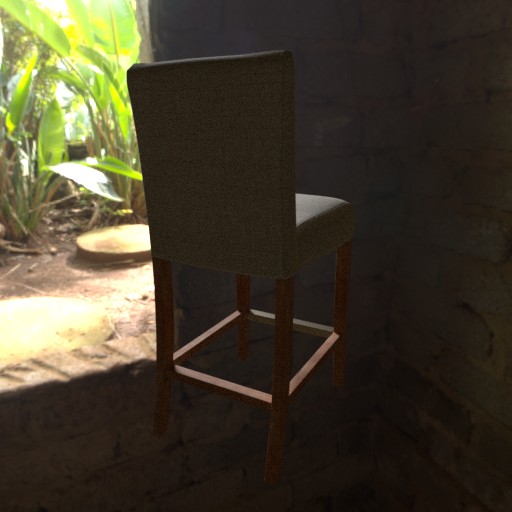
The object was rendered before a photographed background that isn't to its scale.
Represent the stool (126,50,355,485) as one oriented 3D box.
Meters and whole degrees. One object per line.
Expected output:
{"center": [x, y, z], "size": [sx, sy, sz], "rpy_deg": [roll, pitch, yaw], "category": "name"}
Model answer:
{"center": [0.000, 0.000, 1.329], "size": [0.454, 1.039, 0.567], "rpy_deg": [9, 19, 27], "category": "stool"}
